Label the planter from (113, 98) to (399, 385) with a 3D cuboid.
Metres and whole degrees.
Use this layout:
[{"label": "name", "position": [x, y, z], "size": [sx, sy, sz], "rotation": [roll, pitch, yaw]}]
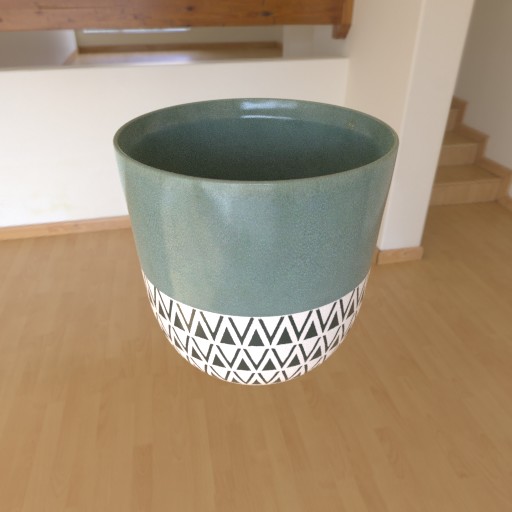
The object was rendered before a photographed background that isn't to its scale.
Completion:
[{"label": "planter", "position": [0.000, 0.000, 0.374], "size": [0.198, 0.214, 0.198], "rotation": [0, 32, 0]}]
